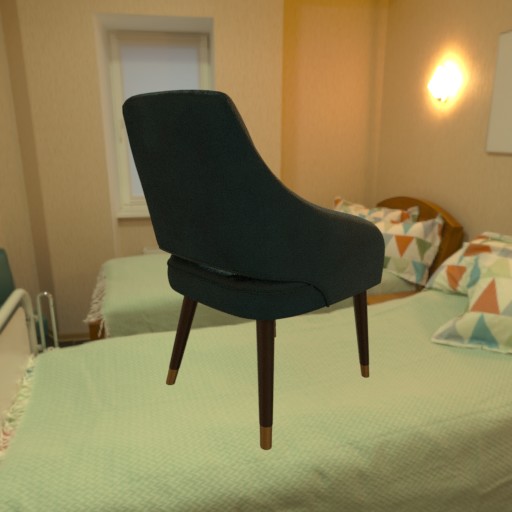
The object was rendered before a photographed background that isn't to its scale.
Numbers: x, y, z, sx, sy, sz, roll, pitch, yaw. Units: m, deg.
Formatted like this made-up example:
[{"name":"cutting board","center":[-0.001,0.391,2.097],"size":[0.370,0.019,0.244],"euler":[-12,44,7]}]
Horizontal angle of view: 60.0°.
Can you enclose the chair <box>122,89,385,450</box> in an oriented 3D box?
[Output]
[{"name":"chair","center":[0.000,0.000,1.614],"size":[0.683,1.081,0.794],"euler":[15,21,43]}]
